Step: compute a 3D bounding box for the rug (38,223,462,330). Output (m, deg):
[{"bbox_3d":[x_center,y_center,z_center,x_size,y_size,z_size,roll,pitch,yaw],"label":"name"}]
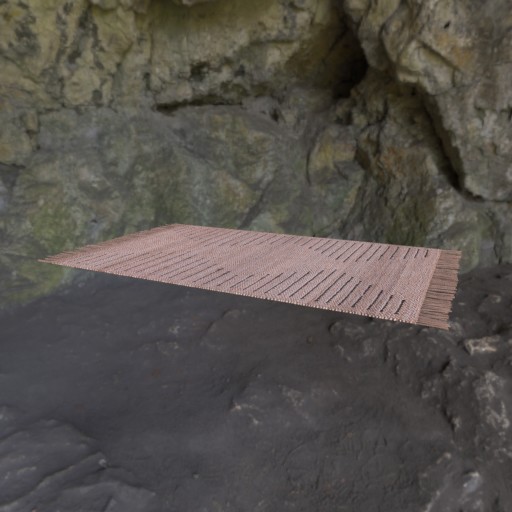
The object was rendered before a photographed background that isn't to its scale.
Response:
[{"bbox_3d":[0.000,0.000,2.487,2.085,0.027,1.224,7,16,25],"label":"rug"}]
